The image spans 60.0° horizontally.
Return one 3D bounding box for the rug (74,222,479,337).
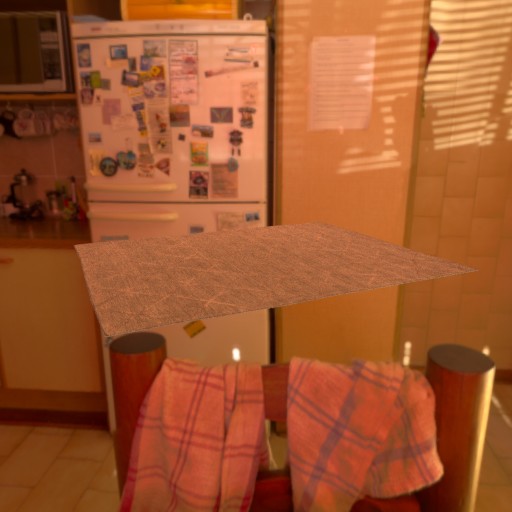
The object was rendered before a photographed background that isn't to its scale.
[{"bbox_3d":[0.000,0.000,4.164,3.048,0.013,2.438,-7,17,-25],"label":"rug"}]
